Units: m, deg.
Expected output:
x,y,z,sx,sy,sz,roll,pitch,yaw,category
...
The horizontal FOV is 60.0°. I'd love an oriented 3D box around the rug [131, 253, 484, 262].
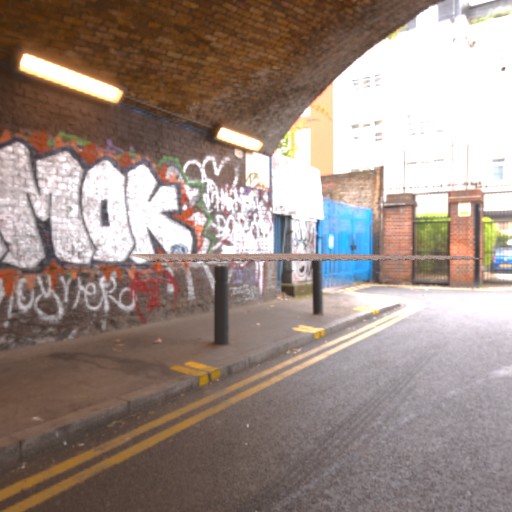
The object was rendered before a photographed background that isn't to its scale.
x,y,z,sx,sy,sz,roll,pitch,yaw,category
0.000,0.000,2.346,1.230,0.014,1.847,0,1,-18,rug
